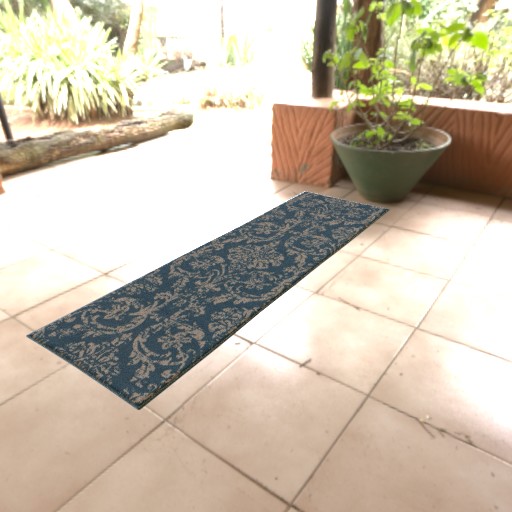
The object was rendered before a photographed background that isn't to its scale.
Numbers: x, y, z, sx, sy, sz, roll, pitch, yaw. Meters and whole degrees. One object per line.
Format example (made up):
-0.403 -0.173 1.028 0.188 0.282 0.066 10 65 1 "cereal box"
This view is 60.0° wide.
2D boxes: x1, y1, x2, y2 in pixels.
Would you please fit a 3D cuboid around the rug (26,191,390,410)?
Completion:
0.000 0.000 2.373 0.662 0.011 2.196 18 32 31 "rug"
